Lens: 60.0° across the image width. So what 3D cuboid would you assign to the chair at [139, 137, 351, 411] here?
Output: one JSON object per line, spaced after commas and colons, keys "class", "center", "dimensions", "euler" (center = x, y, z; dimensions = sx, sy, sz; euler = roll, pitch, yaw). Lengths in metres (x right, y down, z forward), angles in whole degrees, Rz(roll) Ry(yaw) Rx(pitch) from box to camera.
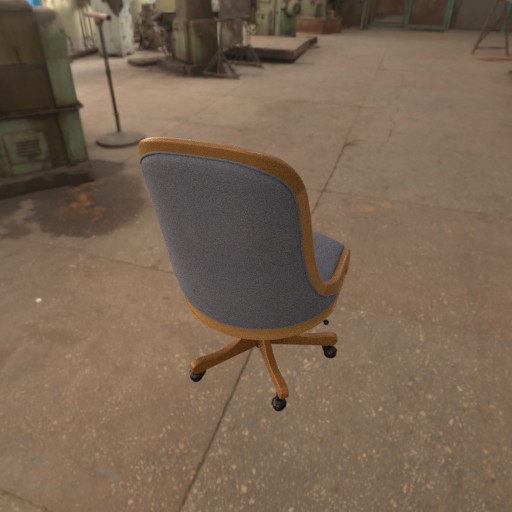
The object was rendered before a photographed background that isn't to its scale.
{"class": "chair", "center": [0.000, 0.000, 1.525], "dimensions": [0.605, 1.031, 0.735], "euler": [11, 35, 17]}
